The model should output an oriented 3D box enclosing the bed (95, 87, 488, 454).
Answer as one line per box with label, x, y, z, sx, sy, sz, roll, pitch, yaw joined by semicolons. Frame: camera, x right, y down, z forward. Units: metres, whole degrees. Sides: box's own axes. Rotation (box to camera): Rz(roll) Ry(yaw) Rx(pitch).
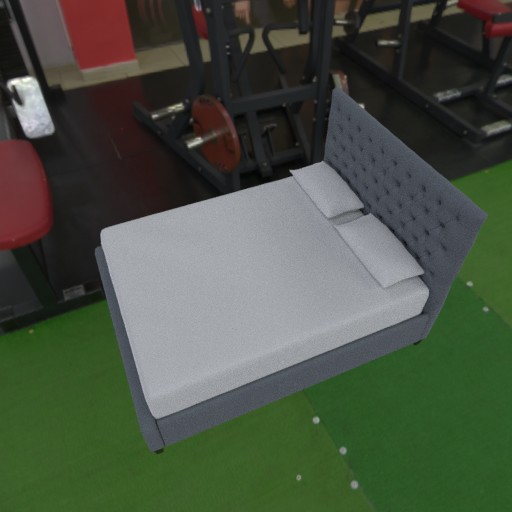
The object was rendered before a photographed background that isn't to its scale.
bed;0.000;0.000;3.281;2.231;1.427;1.698;-18;50;-16
